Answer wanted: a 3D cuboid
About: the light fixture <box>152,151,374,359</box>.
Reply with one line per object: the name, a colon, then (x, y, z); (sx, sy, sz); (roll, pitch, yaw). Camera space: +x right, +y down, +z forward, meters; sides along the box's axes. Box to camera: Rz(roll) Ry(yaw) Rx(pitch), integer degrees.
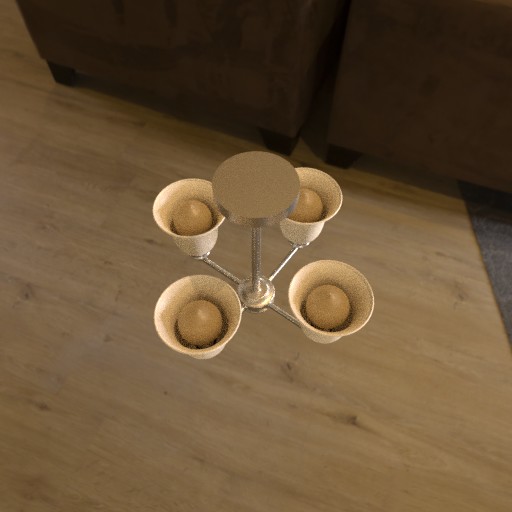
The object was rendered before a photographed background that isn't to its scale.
light fixture: (0.000, 0.000, 0.759); (0.427, 0.370, 0.427); (33, 63, 19)
